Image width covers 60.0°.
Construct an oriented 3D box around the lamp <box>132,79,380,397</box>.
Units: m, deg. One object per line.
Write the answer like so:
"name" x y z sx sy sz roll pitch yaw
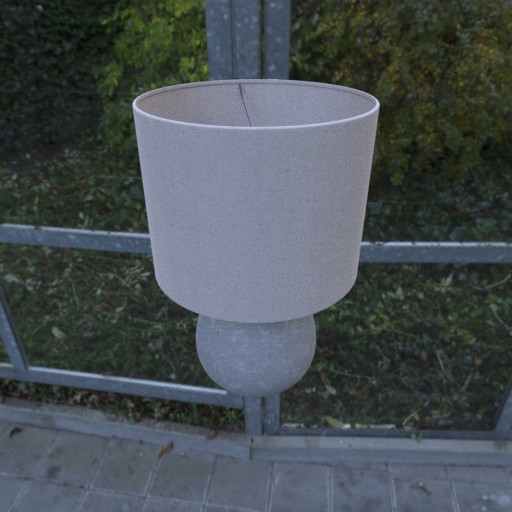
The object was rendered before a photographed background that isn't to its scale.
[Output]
"lamp" 0.000 0.000 0.597 0.269 0.409 0.269 11 32 18
